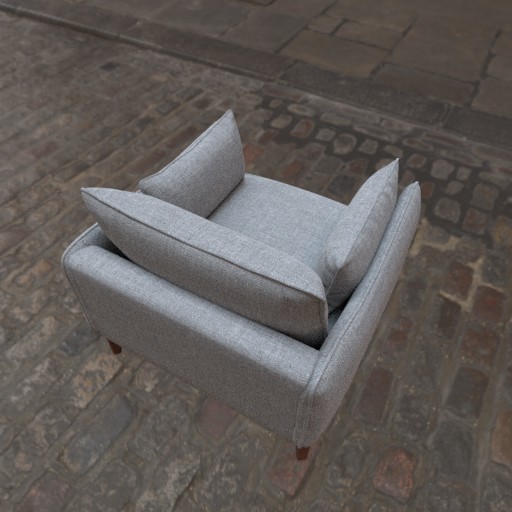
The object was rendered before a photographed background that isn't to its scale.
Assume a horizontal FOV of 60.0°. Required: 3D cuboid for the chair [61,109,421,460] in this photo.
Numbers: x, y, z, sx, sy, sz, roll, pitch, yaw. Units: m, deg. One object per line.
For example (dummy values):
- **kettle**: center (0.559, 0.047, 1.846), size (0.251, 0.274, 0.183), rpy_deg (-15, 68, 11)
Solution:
- **chair**: center (0.000, 0.000, 1.673), size (0.993, 0.839, 0.976), rpy_deg (23, 51, 20)
